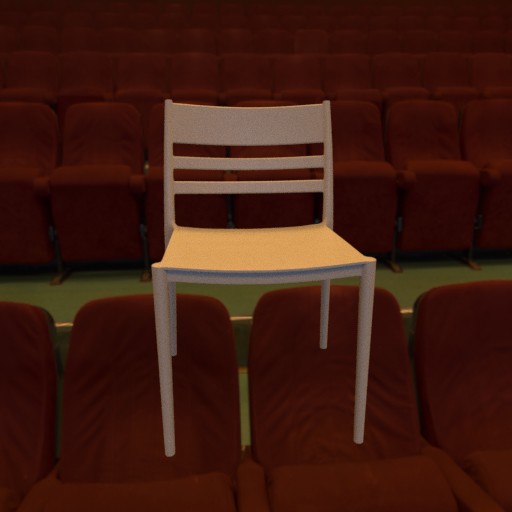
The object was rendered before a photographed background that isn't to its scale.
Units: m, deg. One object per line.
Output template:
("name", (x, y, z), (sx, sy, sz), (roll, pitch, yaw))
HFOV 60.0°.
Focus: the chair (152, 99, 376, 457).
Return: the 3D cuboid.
("chair", (0.000, 0.000, 1.167), (0.531, 0.800, 0.511), (-2, 16, -5))
